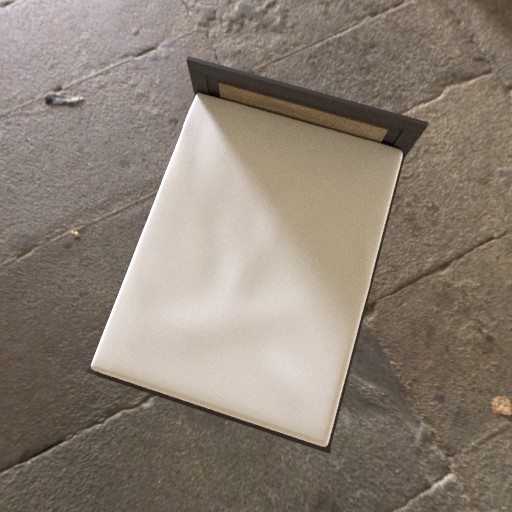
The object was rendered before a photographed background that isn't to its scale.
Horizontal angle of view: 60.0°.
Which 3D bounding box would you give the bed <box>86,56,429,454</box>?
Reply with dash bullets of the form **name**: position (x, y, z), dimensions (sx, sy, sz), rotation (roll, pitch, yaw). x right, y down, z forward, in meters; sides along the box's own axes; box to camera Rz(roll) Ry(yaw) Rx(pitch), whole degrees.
- **bed**: position (0.000, 0.000, 2.963), dimensions (1.585, 0.823, 2.073), rotation (17, 77, 4)
